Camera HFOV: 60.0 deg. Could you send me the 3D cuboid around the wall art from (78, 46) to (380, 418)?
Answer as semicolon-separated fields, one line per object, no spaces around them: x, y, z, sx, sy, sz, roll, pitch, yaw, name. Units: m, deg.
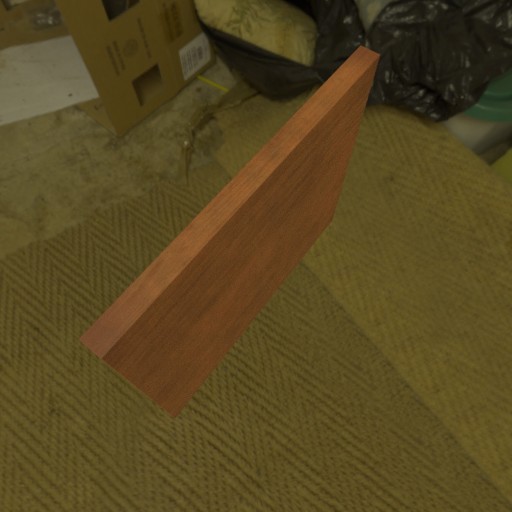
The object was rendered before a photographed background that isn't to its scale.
0.000;0.000;0.752;0.033;0.457;0.558;34;68;16;wall art
